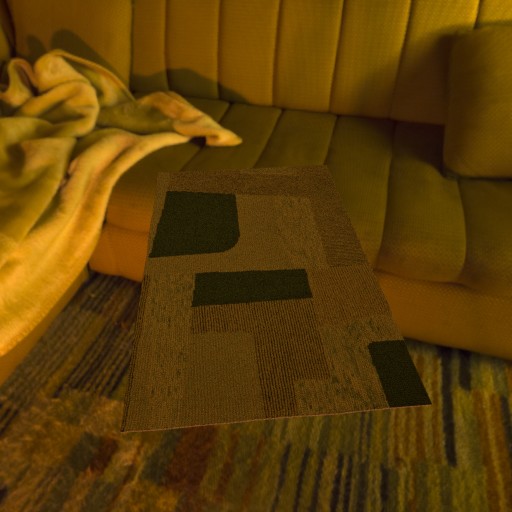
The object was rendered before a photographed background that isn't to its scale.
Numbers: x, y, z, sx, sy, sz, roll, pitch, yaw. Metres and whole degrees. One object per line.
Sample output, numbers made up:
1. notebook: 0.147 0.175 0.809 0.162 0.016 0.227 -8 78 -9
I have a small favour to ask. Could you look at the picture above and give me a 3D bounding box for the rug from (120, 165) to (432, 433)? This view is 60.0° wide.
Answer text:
1. rug: 0.000 0.000 3.059 1.521 0.015 2.436 -4 40 -4
